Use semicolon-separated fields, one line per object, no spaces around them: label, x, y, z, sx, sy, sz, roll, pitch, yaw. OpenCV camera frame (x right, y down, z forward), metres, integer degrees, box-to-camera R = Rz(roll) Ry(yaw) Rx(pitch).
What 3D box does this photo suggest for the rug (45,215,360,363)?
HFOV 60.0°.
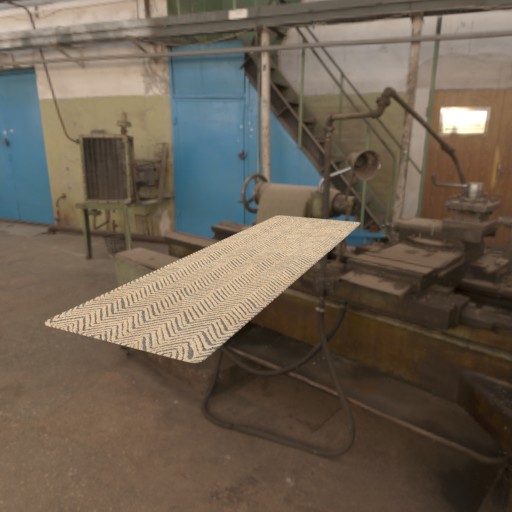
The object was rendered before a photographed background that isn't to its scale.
rug;0.000;0.000;2.491;0.686;0.008;2.286;7;18;24
